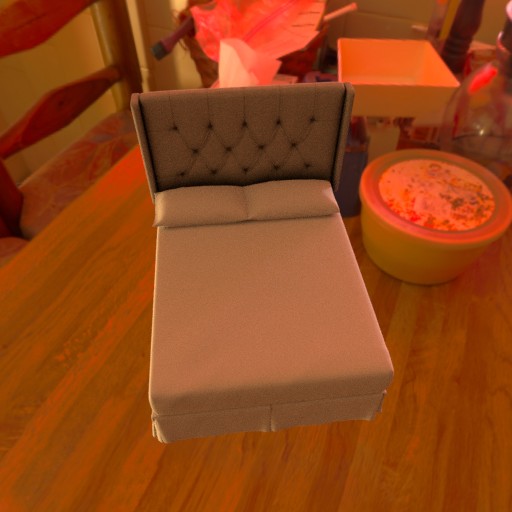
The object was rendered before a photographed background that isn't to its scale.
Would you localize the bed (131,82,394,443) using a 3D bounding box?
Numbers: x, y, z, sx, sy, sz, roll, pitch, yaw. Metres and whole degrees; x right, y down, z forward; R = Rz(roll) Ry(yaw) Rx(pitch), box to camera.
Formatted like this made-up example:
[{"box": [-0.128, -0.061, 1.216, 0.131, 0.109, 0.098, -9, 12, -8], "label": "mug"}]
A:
[{"box": [0.000, 0.000, 3.346, 1.719, 1.665, 2.066, -5, 48, -4], "label": "bed"}]
